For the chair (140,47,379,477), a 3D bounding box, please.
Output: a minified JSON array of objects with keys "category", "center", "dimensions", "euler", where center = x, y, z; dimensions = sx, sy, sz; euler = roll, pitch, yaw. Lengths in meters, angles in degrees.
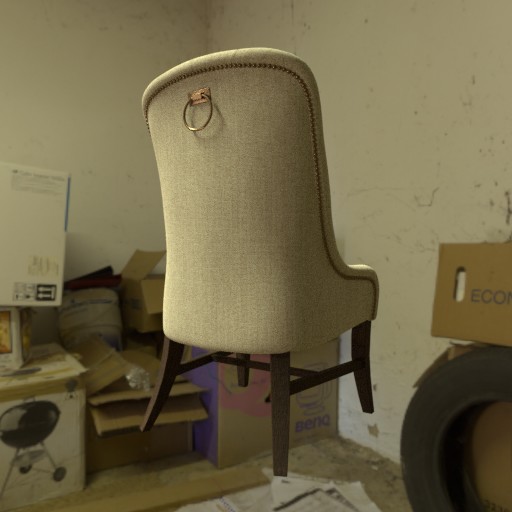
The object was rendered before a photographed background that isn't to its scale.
[{"category":"chair","center":[0.000,0.000,1.458],"dimensions":[0.634,1.091,0.629],"euler":[0,0,35]}]
